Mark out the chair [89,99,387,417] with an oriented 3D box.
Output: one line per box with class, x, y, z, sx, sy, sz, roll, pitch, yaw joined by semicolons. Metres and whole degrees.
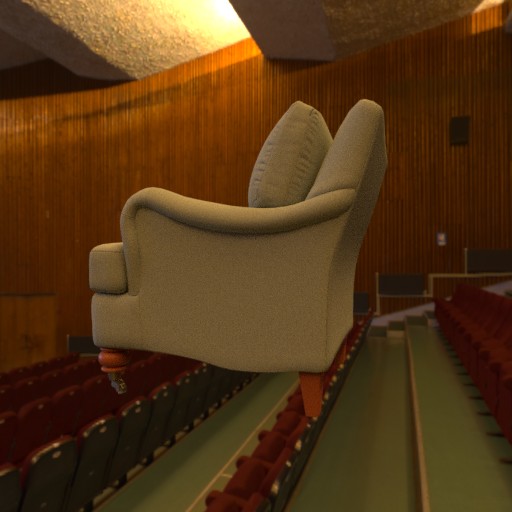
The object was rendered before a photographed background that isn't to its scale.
chair;0.000;0.000;1.902;1.070;1.038;0.955;0;0;17
